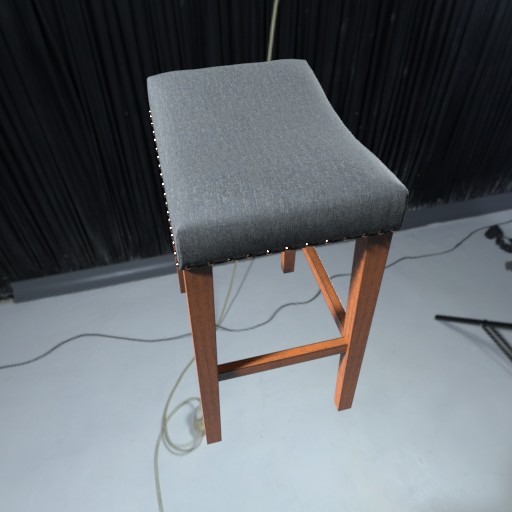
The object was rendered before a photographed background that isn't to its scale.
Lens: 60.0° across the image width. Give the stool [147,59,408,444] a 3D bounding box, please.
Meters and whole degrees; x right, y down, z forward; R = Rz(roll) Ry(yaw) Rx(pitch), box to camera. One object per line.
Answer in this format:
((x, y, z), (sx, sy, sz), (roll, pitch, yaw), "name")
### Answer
((0.000, 0.000, 0.874), (0.320, 0.612, 0.439), (-10, 47, -10), "stool")
